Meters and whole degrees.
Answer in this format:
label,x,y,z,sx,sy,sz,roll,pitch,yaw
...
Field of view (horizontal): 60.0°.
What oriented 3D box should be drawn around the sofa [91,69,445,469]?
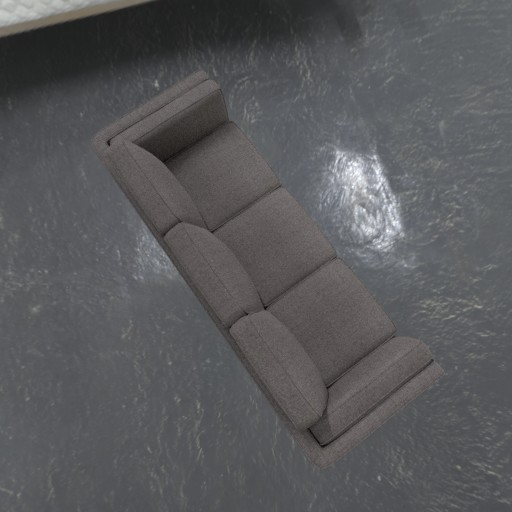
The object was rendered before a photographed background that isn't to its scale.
label,x,y,z,sx,sy,sz,roll,pitch,yaw
sofa,0.000,0.000,2.780,0.903,0.899,2.362,-35,78,-8
